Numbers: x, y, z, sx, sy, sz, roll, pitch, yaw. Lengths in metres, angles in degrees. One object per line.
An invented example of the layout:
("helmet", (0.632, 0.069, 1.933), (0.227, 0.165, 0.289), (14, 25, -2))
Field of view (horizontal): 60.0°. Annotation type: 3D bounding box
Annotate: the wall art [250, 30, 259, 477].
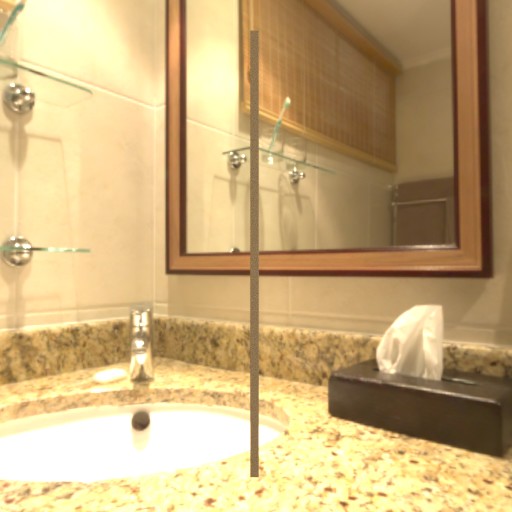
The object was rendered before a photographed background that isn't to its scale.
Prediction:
("wall art", (0.000, 0.000, 0.681), (0.009, 0.457, 0.456), (0, -1, 0))
